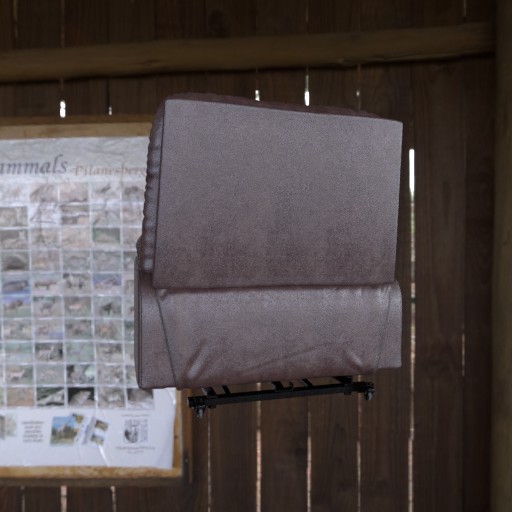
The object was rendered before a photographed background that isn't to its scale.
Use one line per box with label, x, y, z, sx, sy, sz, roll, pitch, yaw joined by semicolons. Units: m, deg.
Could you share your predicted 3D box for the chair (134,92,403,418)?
chair;0.000;0.000;1.779;0.940;1.041;0.879;0;0;-17
